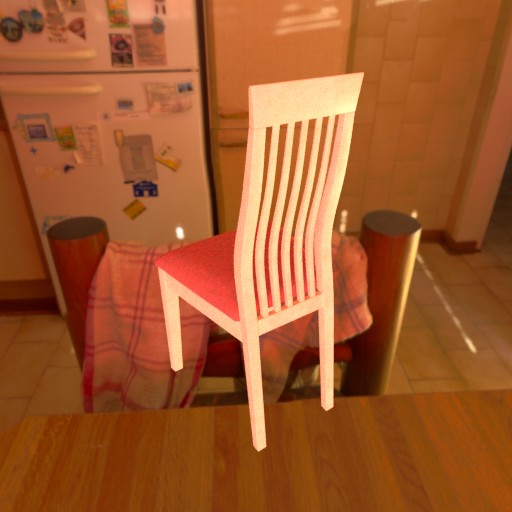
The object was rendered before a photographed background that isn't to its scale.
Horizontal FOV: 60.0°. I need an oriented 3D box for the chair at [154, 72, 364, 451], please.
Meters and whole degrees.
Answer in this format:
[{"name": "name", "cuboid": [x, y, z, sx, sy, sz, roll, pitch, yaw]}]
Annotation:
[{"name": "chair", "cuboid": [0.000, 0.000, 1.293, 0.460, 1.027, 0.474, -19, 36, -28]}]
